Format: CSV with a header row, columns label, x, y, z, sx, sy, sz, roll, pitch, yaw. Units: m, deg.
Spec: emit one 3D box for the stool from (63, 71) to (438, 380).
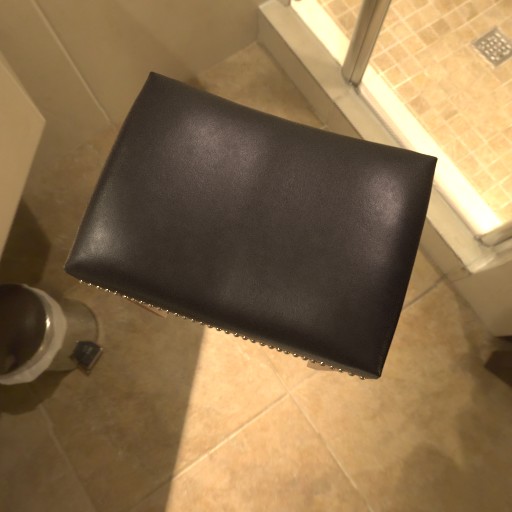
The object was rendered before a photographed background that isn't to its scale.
label,x,y,z,sx,sy,sz,roll,pitch,yaw
stool,0.000,0.000,0.968,0.504,0.654,0.372,18,77,4
